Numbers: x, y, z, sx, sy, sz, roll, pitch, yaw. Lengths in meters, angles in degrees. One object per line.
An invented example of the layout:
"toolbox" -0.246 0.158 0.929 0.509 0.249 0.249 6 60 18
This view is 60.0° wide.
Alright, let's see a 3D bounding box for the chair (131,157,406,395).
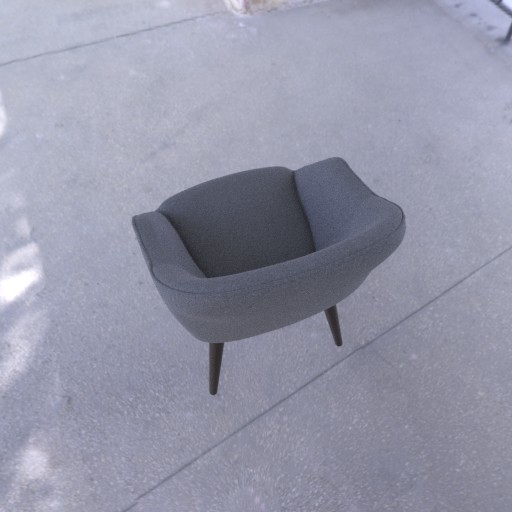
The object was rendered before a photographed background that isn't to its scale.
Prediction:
"chair" 0.000 0.000 1.261 0.589 0.810 0.611 -18 60 -11
